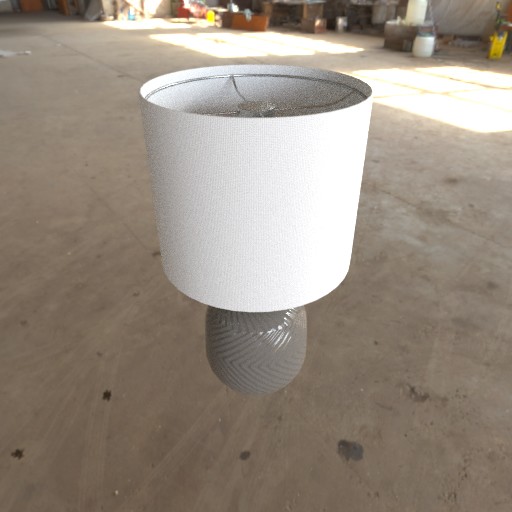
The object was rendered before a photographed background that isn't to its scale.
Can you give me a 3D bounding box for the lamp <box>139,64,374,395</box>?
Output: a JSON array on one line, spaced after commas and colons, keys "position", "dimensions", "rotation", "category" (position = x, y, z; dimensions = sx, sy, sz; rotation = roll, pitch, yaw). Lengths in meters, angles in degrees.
[{"position": [0.000, 0.000, 0.498], "dimensions": [0.207, 0.366, 0.207], "rotation": [-8, 34, -13], "category": "lamp"}]
